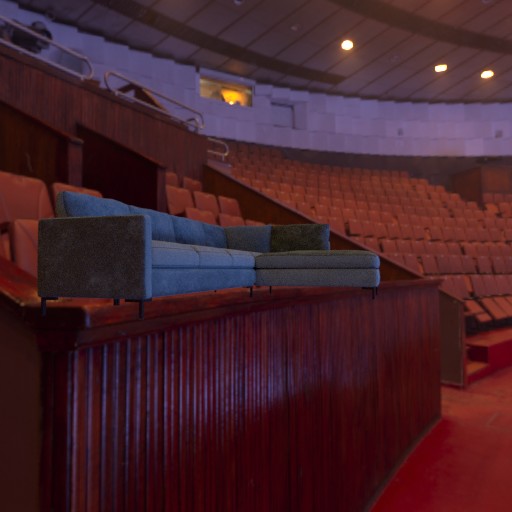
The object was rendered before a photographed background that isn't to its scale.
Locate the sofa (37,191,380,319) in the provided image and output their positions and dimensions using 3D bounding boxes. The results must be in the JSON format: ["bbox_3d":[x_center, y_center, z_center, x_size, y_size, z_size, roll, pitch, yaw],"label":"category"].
[{"bbox_3d":[0.000,0.000,3.280,1.707,0.687,2.486,-1,-2,17],"label":"sofa"}]
